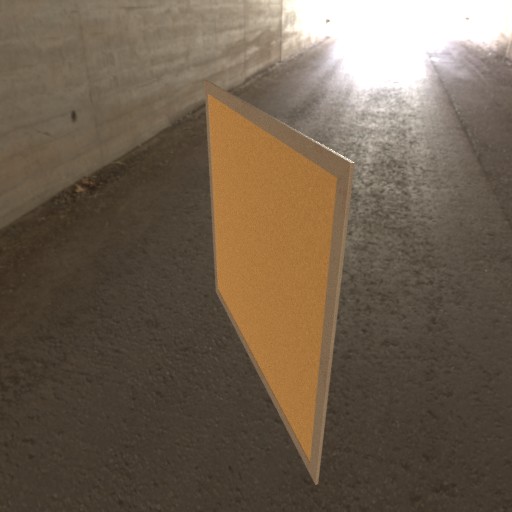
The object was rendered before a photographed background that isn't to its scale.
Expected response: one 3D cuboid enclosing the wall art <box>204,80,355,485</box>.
[{"bbox_3d":[0.000,0.000,1.640,0.025,1.067,1.168,-10,32,-18],"label":"wall art"}]
